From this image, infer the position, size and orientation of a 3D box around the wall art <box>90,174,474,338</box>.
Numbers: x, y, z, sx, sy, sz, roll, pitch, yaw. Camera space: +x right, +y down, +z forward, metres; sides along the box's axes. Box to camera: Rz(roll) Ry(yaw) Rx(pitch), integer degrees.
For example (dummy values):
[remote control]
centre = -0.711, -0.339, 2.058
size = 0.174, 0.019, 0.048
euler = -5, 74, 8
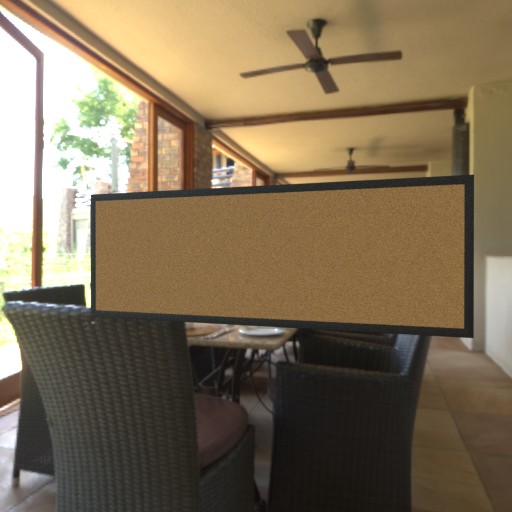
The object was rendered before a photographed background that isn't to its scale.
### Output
[wall art]
centre = 0.000, 0.000, 1.772
size = 1.572, 0.554, 0.041
euler = 0, 0, 19
